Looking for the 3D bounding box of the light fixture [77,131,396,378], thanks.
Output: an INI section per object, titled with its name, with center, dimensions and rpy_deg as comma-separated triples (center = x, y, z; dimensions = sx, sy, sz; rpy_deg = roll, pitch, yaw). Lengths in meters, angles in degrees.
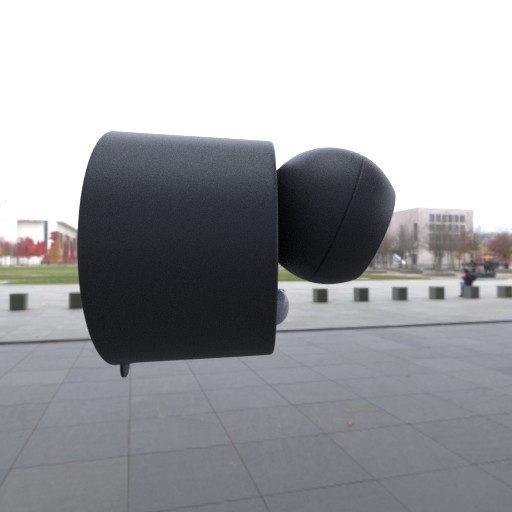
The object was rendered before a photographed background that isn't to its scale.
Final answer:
[light fixture]
center = 0.000, 0.000, 0.263
dimensions = 0.160, 0.143, 0.134
rpy_deg = 0, -1, -1
